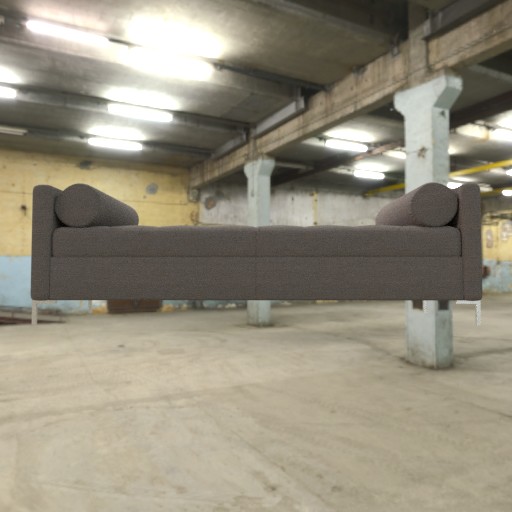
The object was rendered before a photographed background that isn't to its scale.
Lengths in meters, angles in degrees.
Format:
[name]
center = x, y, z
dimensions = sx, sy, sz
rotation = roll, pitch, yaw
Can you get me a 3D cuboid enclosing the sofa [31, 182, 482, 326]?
[sofa]
center = 0.000, 0.000, 2.278
dimensions = 1.981, 0.635, 0.686
rotation = 0, -2, 1
